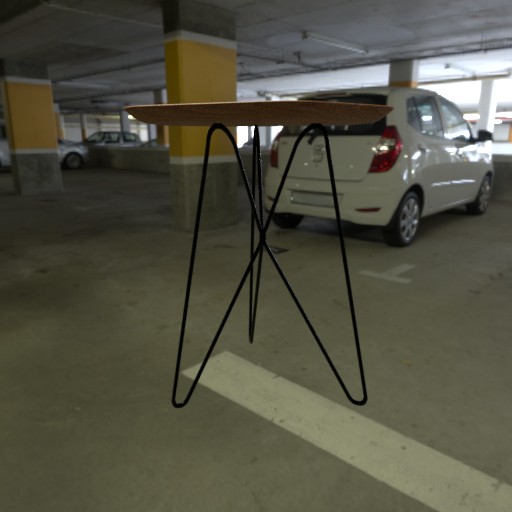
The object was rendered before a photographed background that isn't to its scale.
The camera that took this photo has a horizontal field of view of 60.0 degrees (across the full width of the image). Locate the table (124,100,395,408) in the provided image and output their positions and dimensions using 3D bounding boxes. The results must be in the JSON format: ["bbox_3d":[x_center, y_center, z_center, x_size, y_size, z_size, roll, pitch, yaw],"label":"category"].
[{"bbox_3d":[0.000,0.000,0.899,0.500,0.562,0.400,7,16,25],"label":"table"}]
